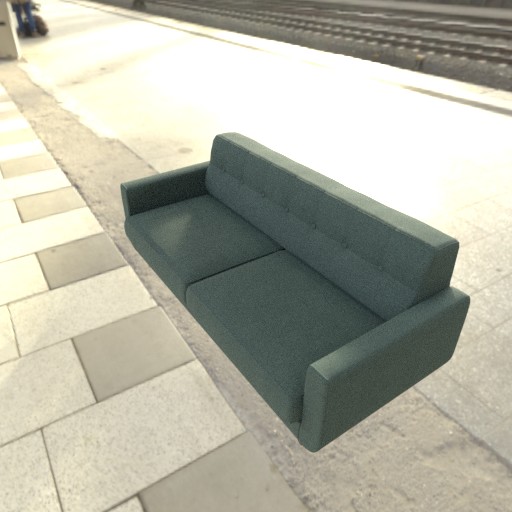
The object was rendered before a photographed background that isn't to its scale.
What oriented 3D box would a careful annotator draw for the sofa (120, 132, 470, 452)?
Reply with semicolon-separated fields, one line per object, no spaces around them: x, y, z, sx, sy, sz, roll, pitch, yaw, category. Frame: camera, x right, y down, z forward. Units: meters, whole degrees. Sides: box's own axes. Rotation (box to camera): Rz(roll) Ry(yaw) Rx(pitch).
0.000;0.000;2.497;0.909;0.841;2.029;-21;39;-28;sofa
